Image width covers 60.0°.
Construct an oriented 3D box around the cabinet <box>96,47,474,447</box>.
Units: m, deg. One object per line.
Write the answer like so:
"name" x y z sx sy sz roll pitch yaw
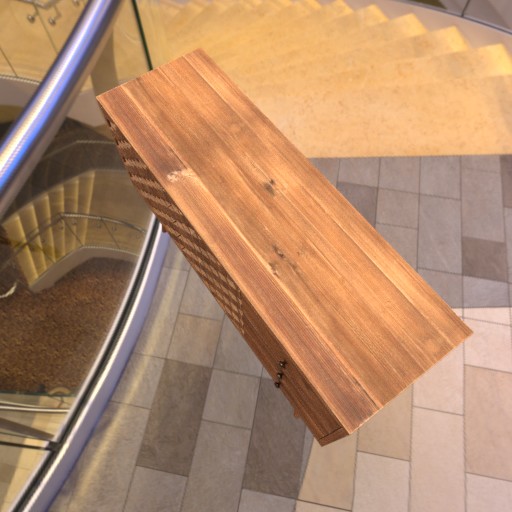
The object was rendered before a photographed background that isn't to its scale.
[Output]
"cabinet" 0.000 0.000 1.766 0.472 0.800 1.400 -33 68 -15
